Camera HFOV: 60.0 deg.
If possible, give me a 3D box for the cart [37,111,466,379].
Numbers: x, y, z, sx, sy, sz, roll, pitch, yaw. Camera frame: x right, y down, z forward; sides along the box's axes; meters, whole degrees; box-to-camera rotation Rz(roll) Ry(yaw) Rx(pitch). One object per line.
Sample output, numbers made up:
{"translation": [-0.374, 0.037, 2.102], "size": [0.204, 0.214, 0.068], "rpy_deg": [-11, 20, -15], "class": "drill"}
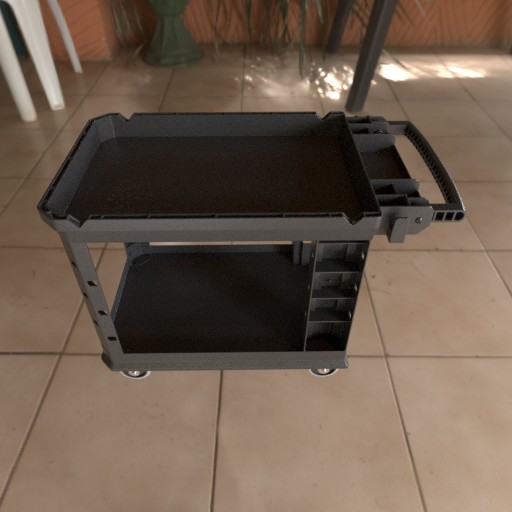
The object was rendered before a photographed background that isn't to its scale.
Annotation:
{"translation": [0.000, 0.000, 1.748], "size": [1.239, 0.884, 0.674], "rpy_deg": [-1, 42, -1], "class": "cart"}
